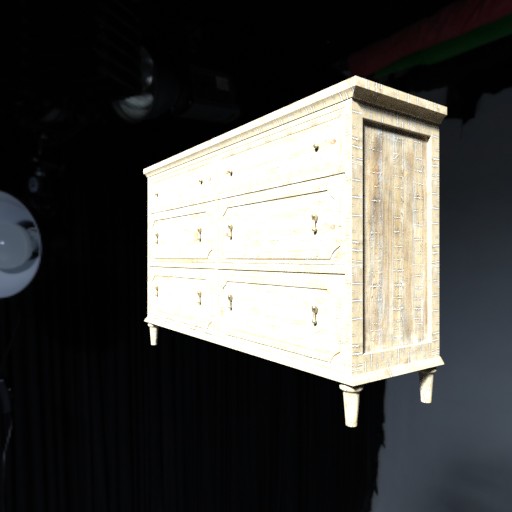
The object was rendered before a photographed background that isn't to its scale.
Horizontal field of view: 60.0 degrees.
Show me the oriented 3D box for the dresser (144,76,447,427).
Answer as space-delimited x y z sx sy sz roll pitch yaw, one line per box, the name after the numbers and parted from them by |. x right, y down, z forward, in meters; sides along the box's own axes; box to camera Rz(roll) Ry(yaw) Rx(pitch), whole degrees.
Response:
0.000 0.000 2.051 0.457 1.016 1.626 0 0 -35 | dresser
